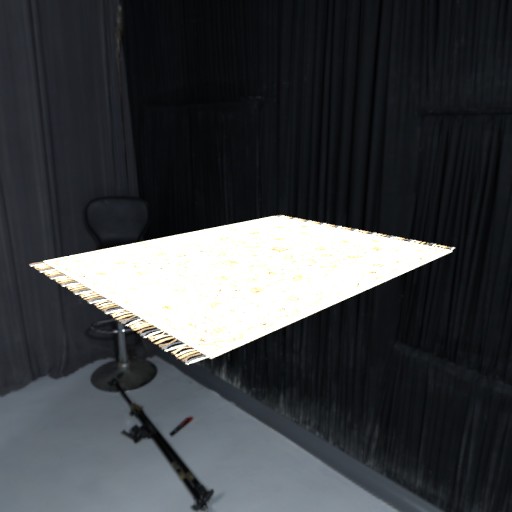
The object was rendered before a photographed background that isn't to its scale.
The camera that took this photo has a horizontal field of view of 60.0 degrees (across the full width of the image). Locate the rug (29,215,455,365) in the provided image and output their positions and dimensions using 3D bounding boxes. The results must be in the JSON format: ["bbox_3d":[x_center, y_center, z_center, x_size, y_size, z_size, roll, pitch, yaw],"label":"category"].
[{"bbox_3d":[0.000,0.000,2.198,1.726,0.009,1.278,-15,22,-42],"label":"rug"}]
